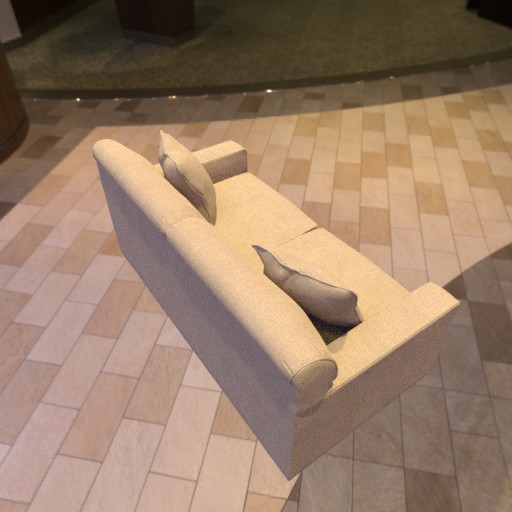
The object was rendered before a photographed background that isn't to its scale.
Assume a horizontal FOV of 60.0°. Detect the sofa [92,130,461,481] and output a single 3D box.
[{"bbox_3d":[0.000,0.000,2.406,0.998,0.958,1.846,-25,48,-25],"label":"sofa"}]
